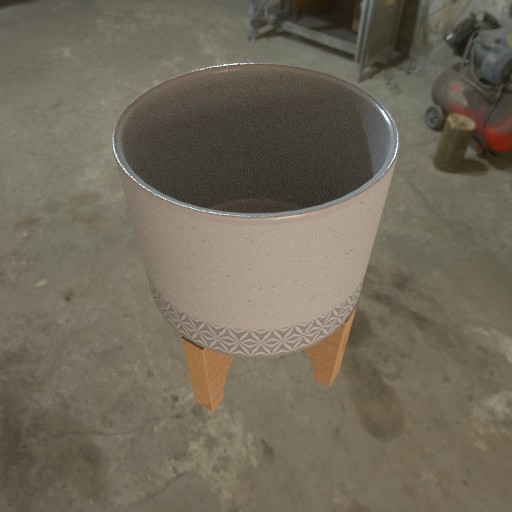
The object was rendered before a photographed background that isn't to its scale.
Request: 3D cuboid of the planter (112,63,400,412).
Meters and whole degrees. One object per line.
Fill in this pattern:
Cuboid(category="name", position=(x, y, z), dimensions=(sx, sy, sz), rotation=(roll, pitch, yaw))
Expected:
Cuboid(category="planter", position=(0.000, 0.000, 0.268), dimensions=(0.130, 0.178, 0.130), rotation=(0, 47, 0))
